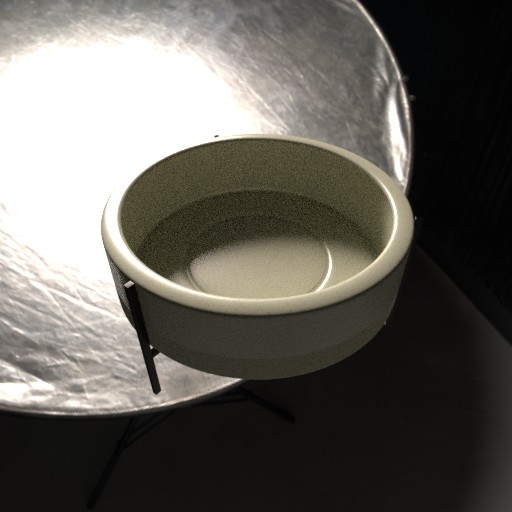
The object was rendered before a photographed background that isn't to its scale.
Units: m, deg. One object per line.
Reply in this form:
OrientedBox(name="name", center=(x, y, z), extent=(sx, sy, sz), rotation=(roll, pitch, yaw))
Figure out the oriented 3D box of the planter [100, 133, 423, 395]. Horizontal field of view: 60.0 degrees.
OrientedBox(name="planter", center=(0.000, 0.000, 0.546), extent=(0.336, 0.171, 0.345), rotation=(-13, 43, -14))
